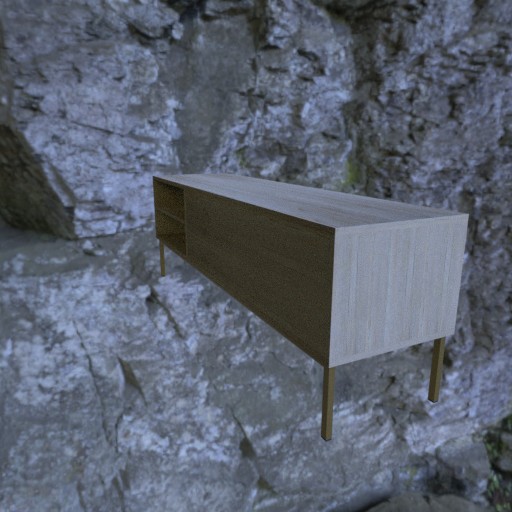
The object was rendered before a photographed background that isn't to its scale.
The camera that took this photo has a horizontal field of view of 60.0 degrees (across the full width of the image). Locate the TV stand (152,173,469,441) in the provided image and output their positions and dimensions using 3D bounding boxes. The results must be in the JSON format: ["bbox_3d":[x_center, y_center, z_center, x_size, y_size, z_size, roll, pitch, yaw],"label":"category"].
[{"bbox_3d":[0.000,0.000,1.808,0.420,0.550,1.600,-7,16,-26],"label":"TV stand"}]
